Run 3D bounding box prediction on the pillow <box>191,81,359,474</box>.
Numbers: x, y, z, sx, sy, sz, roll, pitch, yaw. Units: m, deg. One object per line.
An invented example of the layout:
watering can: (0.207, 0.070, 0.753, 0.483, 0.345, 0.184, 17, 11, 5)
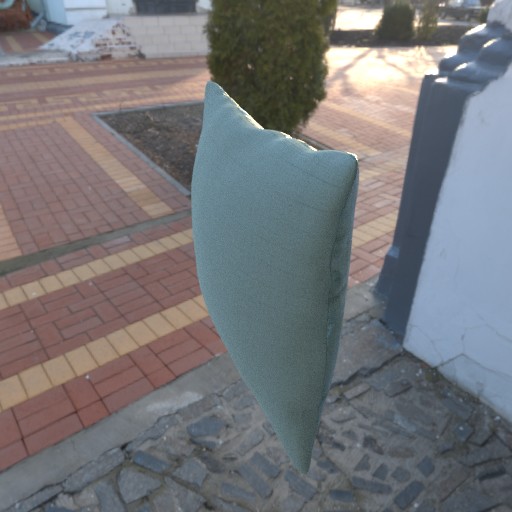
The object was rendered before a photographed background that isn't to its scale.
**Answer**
pillow: (0.000, 0.000, 0.705, 0.175, 0.464, 0.470, -11, 33, -18)
